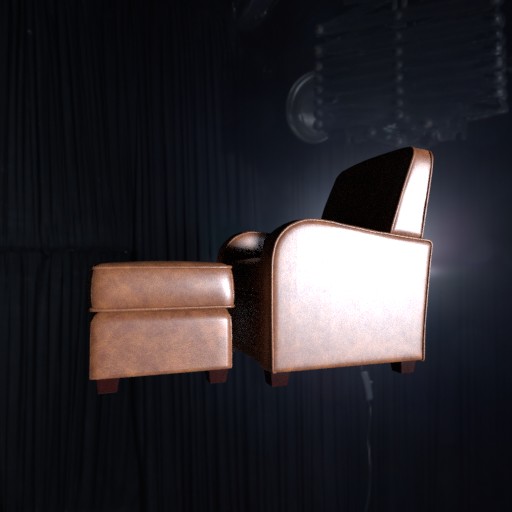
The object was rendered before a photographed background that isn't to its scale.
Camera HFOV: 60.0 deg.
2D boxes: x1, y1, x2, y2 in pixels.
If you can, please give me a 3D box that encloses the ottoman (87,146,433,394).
[{"bbox_3d":[0.000,0.000,1.853,1.314,0.904,0.732,0,-1,-20],"label":"ottoman"}]
